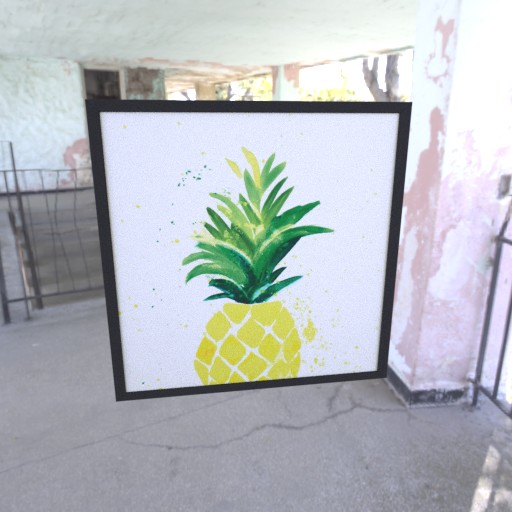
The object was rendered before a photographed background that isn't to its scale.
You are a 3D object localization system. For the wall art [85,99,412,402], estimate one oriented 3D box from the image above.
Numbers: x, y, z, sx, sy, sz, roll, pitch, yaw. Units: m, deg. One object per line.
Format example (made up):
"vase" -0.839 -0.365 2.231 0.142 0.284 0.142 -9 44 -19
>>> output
"wall art" 0.000 0.000 0.768 0.508 0.507 0.033 -2 17 -8
